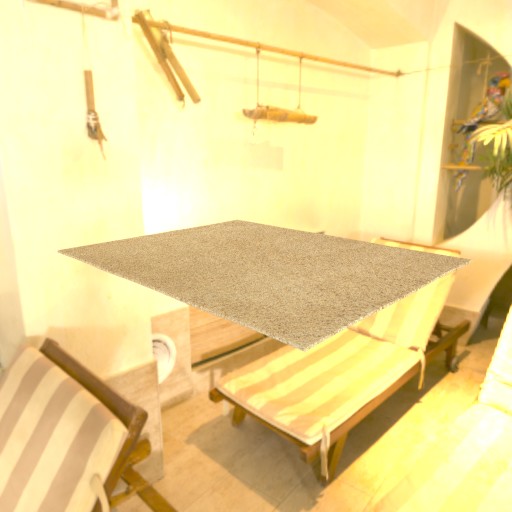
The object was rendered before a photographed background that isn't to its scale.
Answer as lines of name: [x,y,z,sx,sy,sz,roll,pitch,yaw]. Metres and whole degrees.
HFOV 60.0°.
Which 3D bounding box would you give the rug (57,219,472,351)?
rug: [0.000,0.000,4.087,3.000,0.025,2.400,14,20,42]
